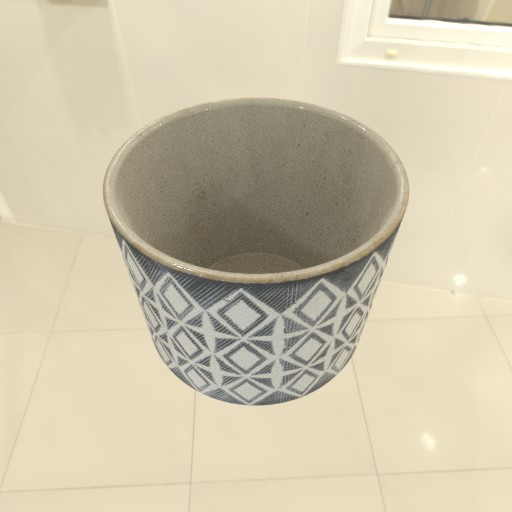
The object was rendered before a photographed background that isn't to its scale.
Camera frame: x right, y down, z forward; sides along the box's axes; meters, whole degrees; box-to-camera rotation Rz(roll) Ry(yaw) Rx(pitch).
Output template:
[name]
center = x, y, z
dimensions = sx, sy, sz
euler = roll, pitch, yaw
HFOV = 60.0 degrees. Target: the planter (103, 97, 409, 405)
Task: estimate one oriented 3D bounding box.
[planter]
center = 0.000, 0.000, 0.344
dimensions = 0.192, 0.165, 0.192
euler = 0, 46, 0
